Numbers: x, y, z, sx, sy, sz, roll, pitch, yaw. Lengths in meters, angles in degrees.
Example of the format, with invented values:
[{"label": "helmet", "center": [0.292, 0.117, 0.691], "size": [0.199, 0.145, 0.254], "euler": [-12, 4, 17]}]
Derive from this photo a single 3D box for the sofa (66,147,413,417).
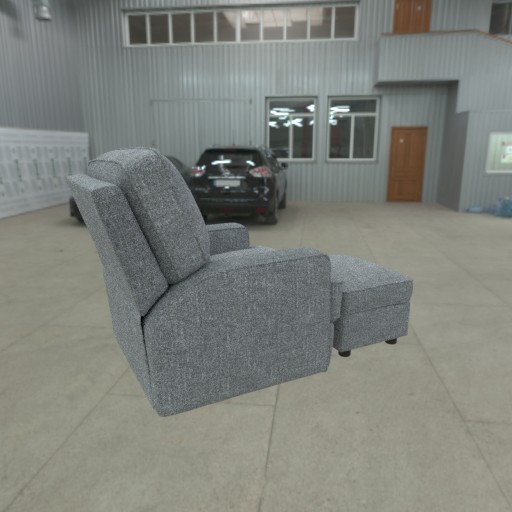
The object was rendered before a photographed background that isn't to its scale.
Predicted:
[{"label": "sofa", "center": [0.000, 0.000, 2.017], "size": [1.472, 0.959, 0.861], "euler": [-7, 15, -27]}]
